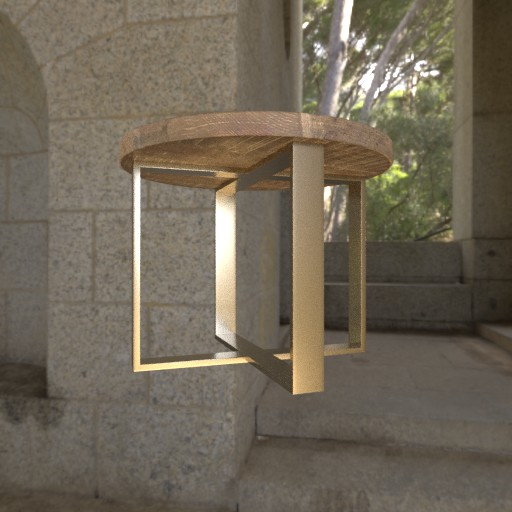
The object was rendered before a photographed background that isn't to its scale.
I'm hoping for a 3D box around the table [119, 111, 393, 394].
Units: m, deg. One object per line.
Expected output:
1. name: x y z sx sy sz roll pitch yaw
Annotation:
1. table: 0.000 0.000 0.946 0.557 0.437 0.557 0 0 0
